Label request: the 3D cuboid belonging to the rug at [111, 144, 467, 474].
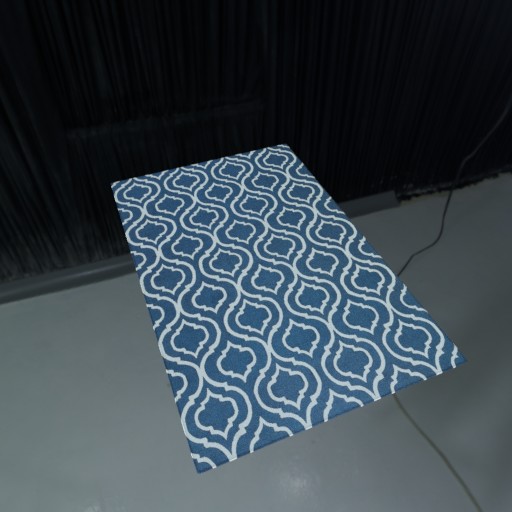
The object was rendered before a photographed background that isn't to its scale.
[{"bbox_3d":[0.000,0.000,2.210,1.143,0.010,1.753,-16,48,-15],"label":"rug"}]
